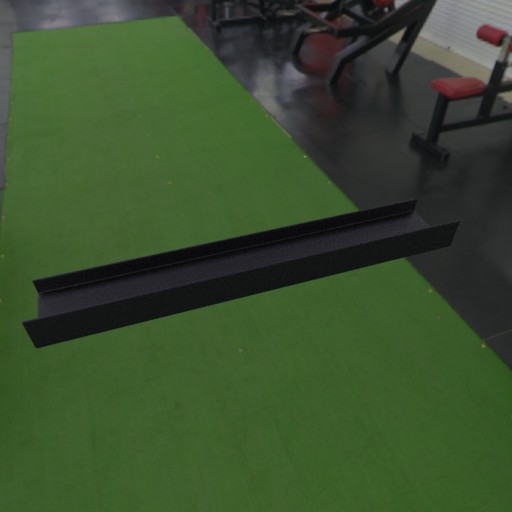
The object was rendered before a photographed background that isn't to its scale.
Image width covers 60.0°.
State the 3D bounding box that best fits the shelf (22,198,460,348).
[{"bbox_3d":[0.000,0.000,0.636,0.605,0.053,0.102,-13,43,-14],"label":"shelf"}]
